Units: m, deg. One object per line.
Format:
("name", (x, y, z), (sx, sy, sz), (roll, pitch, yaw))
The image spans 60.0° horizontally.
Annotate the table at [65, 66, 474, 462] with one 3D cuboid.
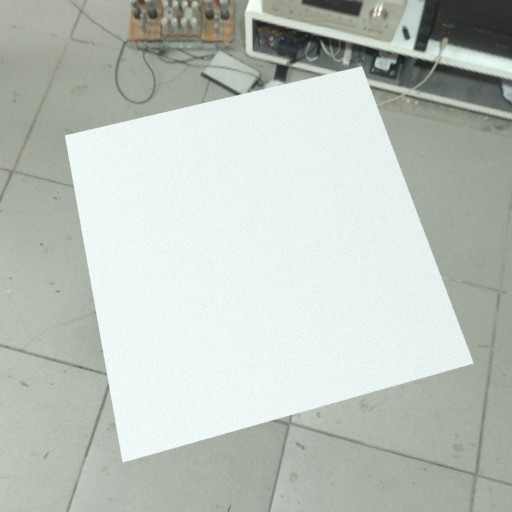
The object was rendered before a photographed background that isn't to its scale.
("table", (0.000, 0.000, 1.332), (0.890, 0.305, 0.890), (-14, 76, -4))
